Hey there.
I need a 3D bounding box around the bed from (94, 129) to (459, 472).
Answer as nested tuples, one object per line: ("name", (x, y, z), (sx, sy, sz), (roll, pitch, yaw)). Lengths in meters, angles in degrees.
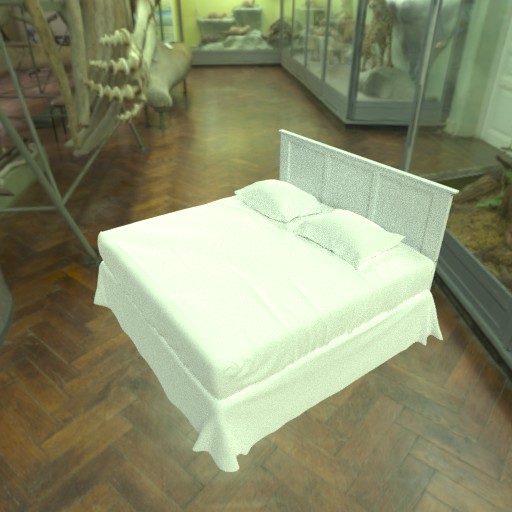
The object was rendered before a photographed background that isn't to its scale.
("bed", (0.000, 0.000, 3.599), (2.215, 1.273, 2.317), (-20, 36, -30))
